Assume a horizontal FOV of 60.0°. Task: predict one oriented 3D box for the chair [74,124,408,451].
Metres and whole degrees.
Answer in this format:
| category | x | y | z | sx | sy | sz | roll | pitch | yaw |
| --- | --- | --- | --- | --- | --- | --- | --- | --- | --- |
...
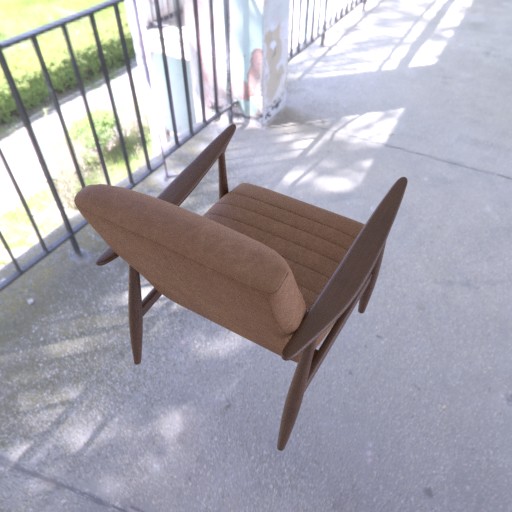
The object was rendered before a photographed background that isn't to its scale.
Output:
| category | x | y | z | sx | sy | sz | roll | pitch | yaw |
| --- | --- | --- | --- | --- | --- | --- | --- | --- | --- |
| chair | 0.000 | 0.000 | 1.463 | 0.741 | 0.832 | 0.798 | 23 | 50 | 21 |
